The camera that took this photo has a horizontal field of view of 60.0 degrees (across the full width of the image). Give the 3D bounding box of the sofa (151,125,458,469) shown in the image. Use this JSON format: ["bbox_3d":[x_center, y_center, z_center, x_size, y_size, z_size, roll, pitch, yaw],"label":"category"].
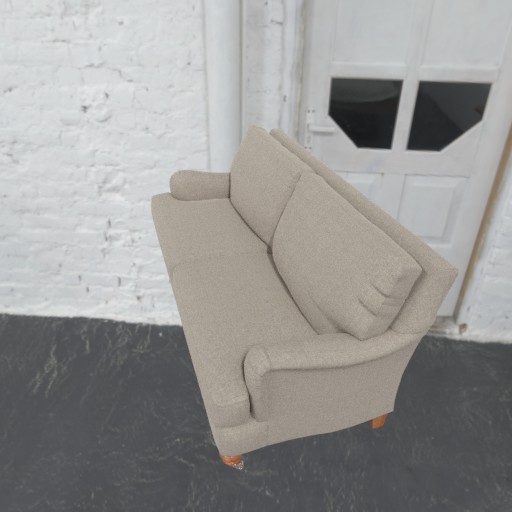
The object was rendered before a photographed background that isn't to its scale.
[{"bbox_3d":[0.000,0.000,2.750,1.087,1.054,2.160,-10,34,-15],"label":"sofa"}]
